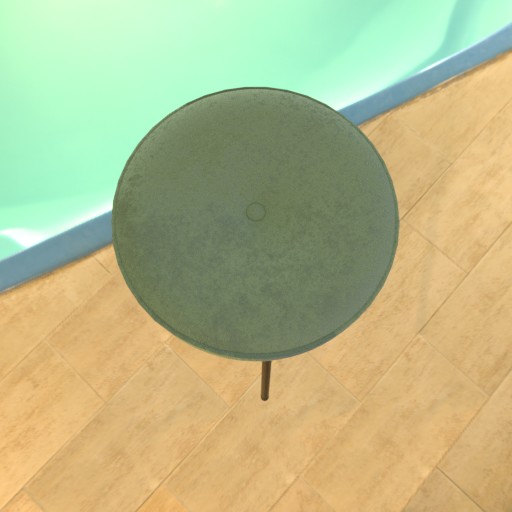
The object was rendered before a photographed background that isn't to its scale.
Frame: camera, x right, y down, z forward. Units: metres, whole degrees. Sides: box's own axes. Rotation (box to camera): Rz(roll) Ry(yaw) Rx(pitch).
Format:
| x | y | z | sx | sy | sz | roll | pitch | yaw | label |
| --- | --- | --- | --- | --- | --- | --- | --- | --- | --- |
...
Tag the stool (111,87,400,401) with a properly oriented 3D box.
| x | y | z | sx | sy | sz | roll | pitch | yaw | label |
| --- | --- | --- | --- | --- | --- | --- | --- | --- | --- |
| 0.000 | 0.000 | 0.857 | 0.458 | 0.519 | 0.457 | -40 | 79 | -10 | stool |
